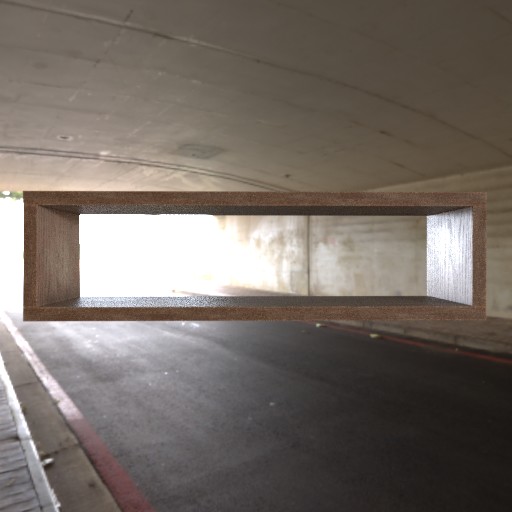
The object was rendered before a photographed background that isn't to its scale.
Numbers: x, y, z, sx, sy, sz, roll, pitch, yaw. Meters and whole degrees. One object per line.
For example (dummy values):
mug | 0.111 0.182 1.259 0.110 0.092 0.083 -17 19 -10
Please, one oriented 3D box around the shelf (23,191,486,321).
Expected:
shelf | 0.000 0.000 0.658 0.610 0.170 0.150 0 0 -1
